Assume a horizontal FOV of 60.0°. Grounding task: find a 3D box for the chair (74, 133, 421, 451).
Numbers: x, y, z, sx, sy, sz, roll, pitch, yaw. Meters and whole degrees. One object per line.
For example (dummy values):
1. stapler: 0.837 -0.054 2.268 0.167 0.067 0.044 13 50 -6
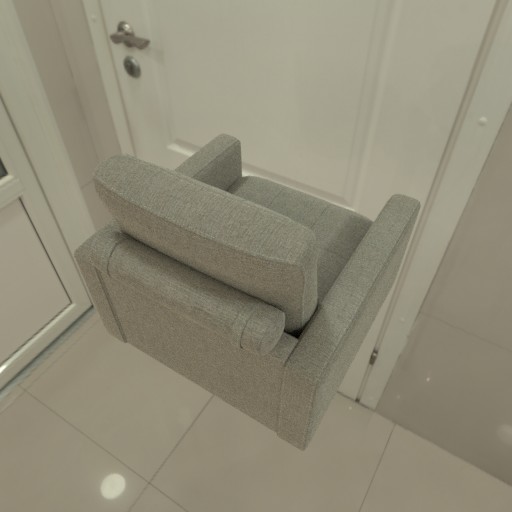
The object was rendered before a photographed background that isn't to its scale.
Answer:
1. chair: 0.000 0.000 1.480 0.821 0.880 0.843 24 51 21
